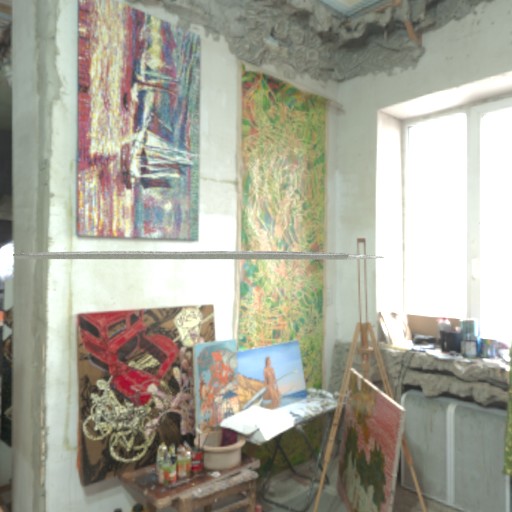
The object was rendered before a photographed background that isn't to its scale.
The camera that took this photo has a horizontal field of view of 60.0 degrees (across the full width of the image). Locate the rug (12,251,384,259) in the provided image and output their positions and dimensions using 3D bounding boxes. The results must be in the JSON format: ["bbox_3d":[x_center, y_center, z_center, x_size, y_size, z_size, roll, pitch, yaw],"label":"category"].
[{"bbox_3d":[0.000,0.000,2.944,1.537,0.036,2.447,0,0,19],"label":"rug"}]
